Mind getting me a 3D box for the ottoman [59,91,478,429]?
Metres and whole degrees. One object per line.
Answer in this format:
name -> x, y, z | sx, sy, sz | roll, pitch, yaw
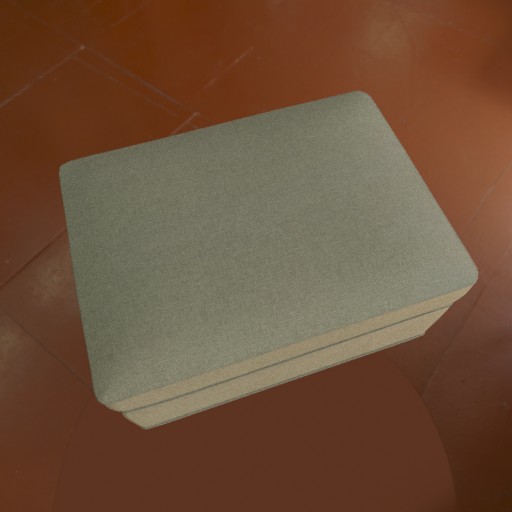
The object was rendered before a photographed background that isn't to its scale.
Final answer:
ottoman -> 0.000, 0.000, 1.196 | 0.843, 0.504, 0.619 | -16, 64, -8
